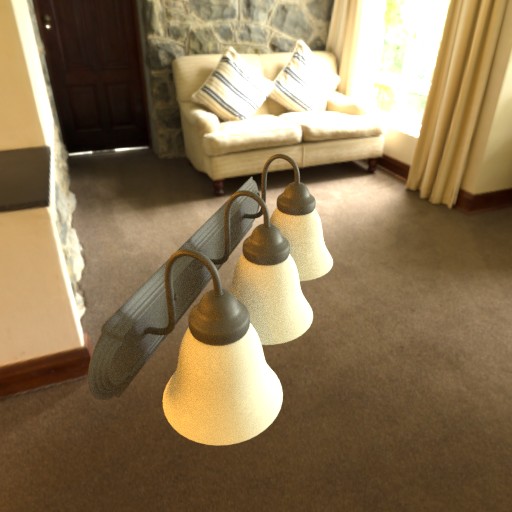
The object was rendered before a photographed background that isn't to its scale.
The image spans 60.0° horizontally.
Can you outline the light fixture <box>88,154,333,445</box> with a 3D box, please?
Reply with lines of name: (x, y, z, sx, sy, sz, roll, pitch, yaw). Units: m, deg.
light fixture: (0.000, 0.000, 0.719, 0.199, 0.222, 0.610, 10, 31, 16)
